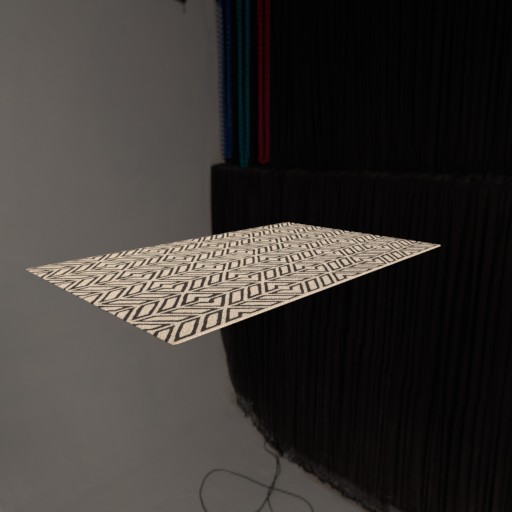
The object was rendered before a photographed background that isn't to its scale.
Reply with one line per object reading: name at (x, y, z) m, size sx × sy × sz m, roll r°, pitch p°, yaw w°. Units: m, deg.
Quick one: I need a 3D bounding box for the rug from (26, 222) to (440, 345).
rug at (0.000, 0.000, 3.008) m, size 1.523 × 0.008 × 2.438 m, roll 13°, pitch 19°, yaw 43°
